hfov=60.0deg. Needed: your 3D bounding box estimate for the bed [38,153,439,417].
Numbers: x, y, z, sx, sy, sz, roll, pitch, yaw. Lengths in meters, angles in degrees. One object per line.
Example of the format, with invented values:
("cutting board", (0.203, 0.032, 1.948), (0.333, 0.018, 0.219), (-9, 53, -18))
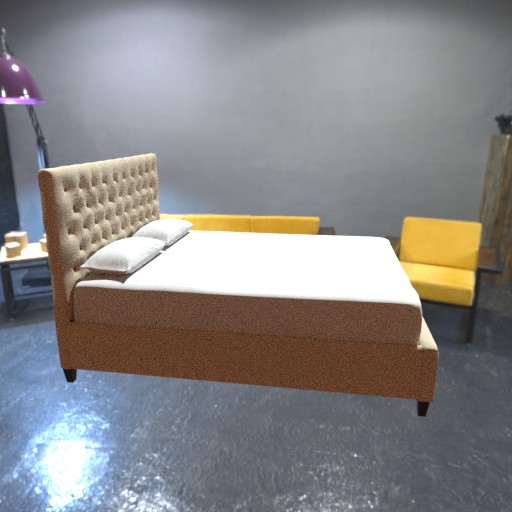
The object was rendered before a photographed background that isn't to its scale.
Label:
("bed", (0.000, 0.000, 3.400), (2.387, 1.427, 1.698), (3, 16, 9))
